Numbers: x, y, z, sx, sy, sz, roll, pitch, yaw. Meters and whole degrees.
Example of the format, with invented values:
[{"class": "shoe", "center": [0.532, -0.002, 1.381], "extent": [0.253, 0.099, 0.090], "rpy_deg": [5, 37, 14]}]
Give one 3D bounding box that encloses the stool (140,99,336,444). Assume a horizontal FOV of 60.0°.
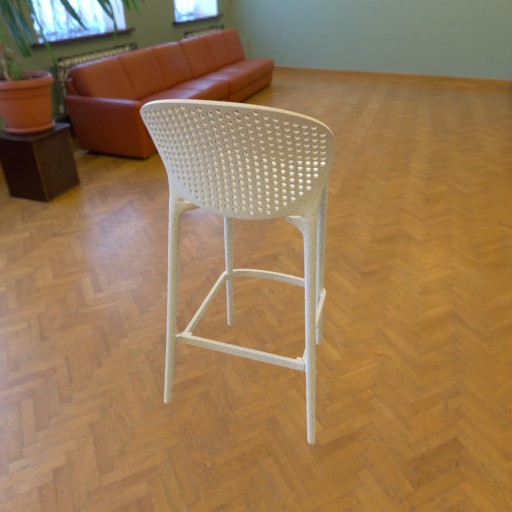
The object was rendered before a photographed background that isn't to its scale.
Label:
[{"class": "stool", "center": [0.000, 0.000, 1.385], "extent": [0.536, 1.045, 0.535], "rpy_deg": [10, 33, 15]}]
